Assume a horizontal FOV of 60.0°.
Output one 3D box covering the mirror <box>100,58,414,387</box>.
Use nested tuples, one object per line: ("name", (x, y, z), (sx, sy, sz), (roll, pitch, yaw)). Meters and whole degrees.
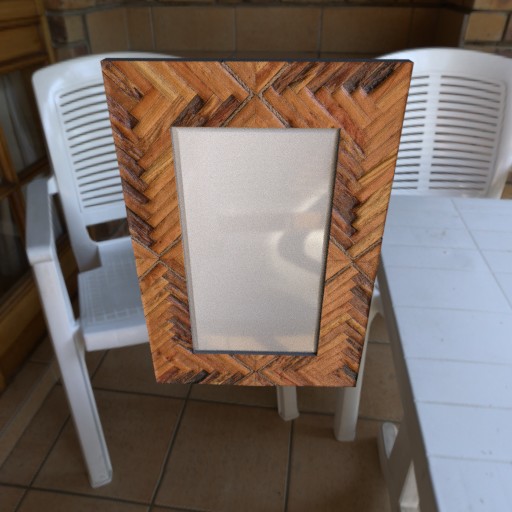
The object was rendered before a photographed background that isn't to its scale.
("mirror", (0.000, 0.000, 1.115), (0.606, 0.912, 0.044), (1, 33, 1))
